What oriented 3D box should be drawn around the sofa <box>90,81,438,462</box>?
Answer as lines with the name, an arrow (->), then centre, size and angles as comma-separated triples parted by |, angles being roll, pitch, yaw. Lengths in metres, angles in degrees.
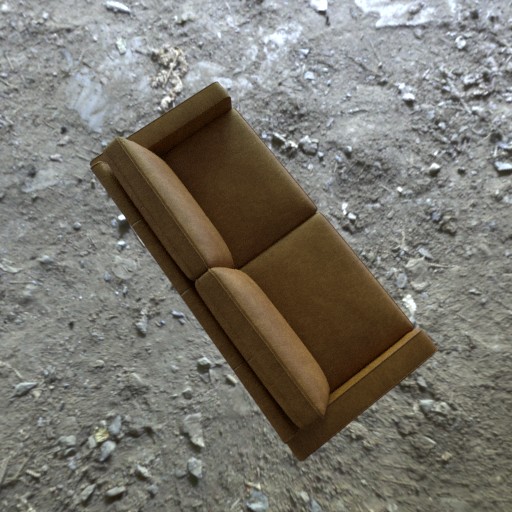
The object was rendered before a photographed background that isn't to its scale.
sofa -> 0.000, 0.000, 2.688 | 0.991, 0.928, 2.156 | -36, 79, -8
